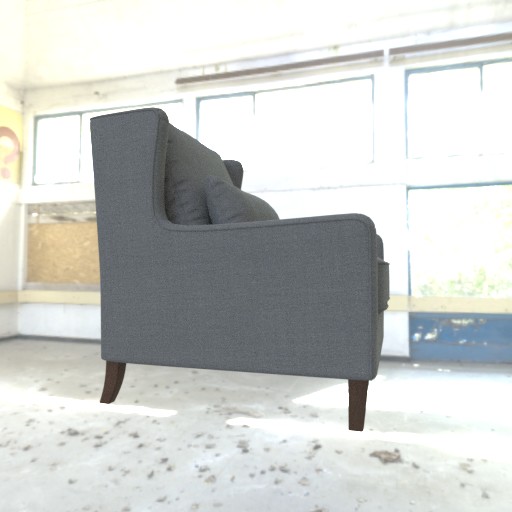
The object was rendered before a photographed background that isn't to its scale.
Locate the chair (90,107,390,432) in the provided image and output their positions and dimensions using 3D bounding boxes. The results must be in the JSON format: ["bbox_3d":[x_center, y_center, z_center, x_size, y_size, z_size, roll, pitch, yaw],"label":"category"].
[{"bbox_3d":[0.000,0.000,1.807,1.040,1.056,0.866,0,-1,18],"label":"chair"}]
